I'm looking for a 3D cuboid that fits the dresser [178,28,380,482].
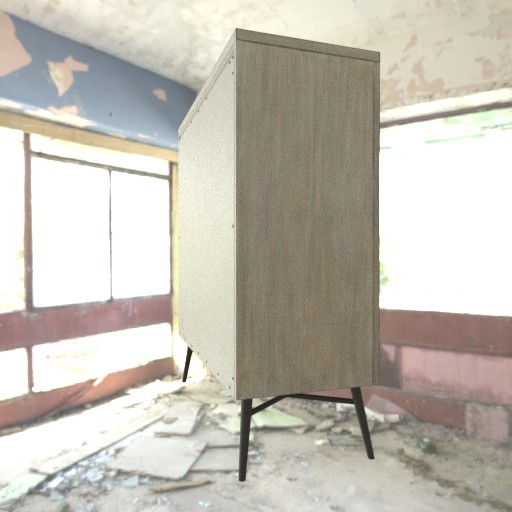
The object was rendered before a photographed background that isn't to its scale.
[{"bbox_3d":[0.000,0.000,1.735,0.457,1.219,1.016,0,0,-19],"label":"dresser"}]
